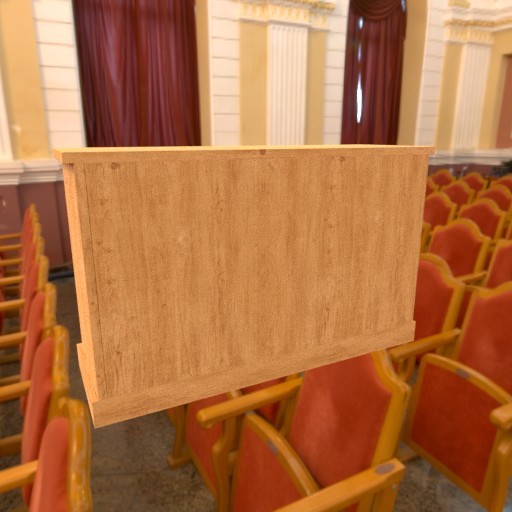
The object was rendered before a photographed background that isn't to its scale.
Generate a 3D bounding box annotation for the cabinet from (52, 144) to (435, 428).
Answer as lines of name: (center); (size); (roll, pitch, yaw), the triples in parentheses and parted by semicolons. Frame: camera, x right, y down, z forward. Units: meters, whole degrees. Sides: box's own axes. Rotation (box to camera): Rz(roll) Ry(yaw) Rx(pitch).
cabinet: (0.000, 0.000, 1.699); (1.321, 0.810, 0.432); (-8, 17, -26)
